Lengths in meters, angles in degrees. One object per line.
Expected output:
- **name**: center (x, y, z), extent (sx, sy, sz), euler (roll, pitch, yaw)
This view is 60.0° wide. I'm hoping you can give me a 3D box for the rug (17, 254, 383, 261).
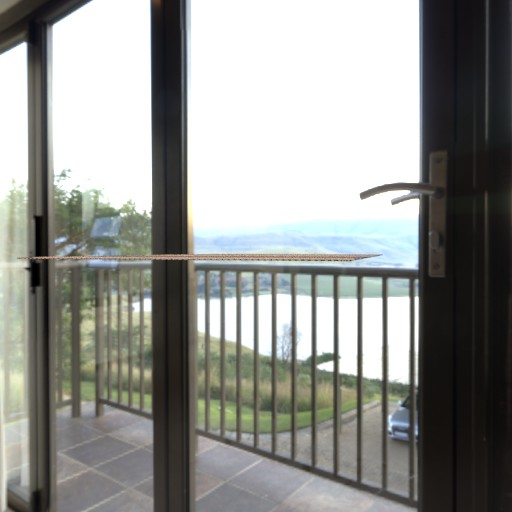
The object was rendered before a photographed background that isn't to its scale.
- **rug**: center (0.000, 0.000, 2.980), extent (1.532, 0.010, 2.441), euler (0, 1, 19)
